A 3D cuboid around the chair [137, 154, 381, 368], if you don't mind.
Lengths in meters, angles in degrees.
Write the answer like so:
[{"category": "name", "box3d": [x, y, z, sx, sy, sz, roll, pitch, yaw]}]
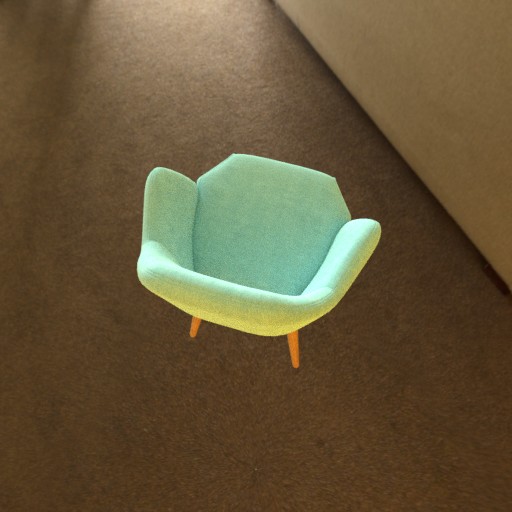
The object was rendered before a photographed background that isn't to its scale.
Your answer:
[{"category": "chair", "box3d": [0.000, 0.000, 1.252, 0.590, 0.840, 0.610, 15, 65, 7]}]
